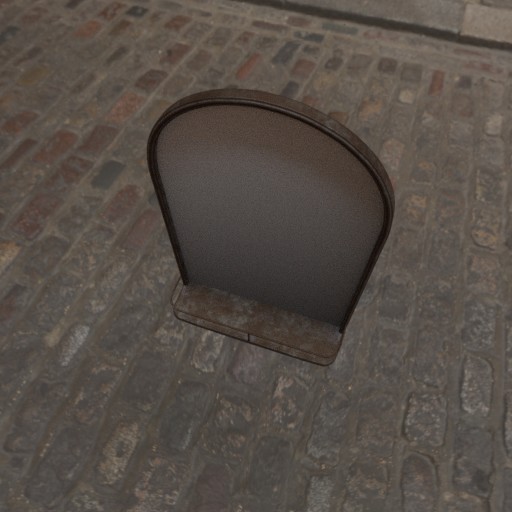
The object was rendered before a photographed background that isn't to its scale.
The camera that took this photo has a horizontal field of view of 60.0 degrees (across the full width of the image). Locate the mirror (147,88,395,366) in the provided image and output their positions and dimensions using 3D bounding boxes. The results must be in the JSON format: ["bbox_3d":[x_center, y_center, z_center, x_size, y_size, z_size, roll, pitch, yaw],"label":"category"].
[{"bbox_3d":[0.000,0.000,0.987,0.510,0.770,0.137,16,60,10],"label":"mirror"}]
